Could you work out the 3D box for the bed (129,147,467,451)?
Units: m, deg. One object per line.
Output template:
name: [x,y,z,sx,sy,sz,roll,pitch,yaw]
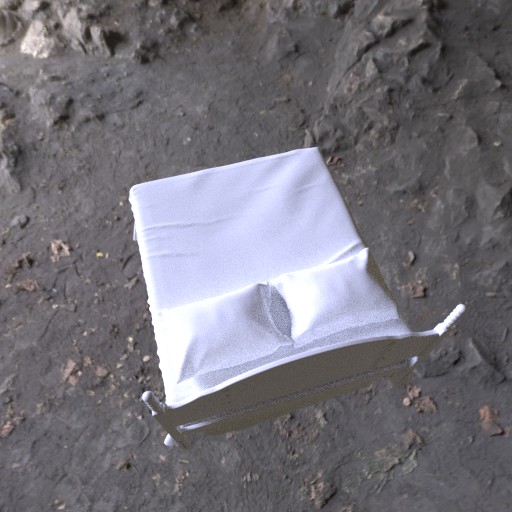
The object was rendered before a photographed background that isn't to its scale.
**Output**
bed: [0.000,0.000,3.188,1.873,1.356,2.040,-14,59,-8]
